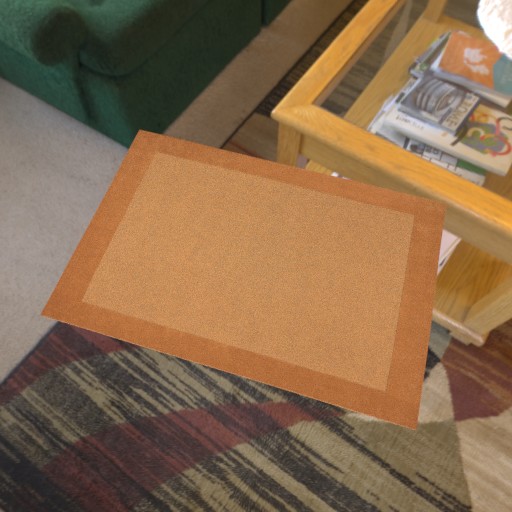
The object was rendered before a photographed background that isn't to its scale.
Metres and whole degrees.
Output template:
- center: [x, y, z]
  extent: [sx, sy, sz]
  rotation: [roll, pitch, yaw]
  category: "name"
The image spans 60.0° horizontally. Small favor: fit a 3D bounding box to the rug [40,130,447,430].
- center: [0.000, 0.000, 2.301]
  extent: [1.829, 0.014, 1.219]
  rotation: [15, 65, 7]
  category: "rug"
